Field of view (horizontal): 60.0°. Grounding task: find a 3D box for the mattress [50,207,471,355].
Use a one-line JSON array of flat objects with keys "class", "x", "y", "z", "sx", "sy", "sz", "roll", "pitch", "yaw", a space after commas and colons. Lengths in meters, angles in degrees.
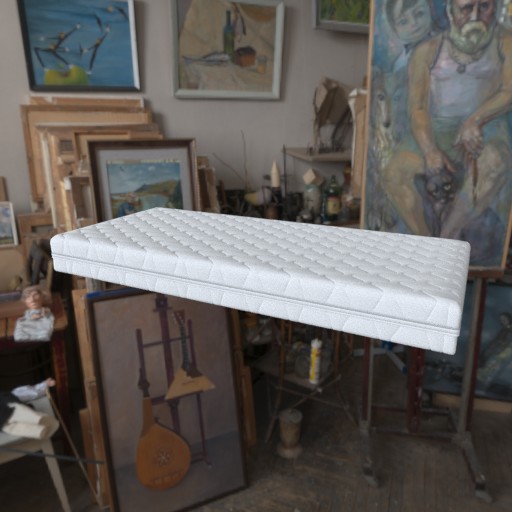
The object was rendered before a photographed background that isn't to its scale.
[{"class": "mattress", "x": 0.000, "y": 0.000, "z": 2.317, "sx": 2.000, "sy": 0.200, "sz": 0.900, "roll": 9, "pitch": 19, "yaw": 25}]
